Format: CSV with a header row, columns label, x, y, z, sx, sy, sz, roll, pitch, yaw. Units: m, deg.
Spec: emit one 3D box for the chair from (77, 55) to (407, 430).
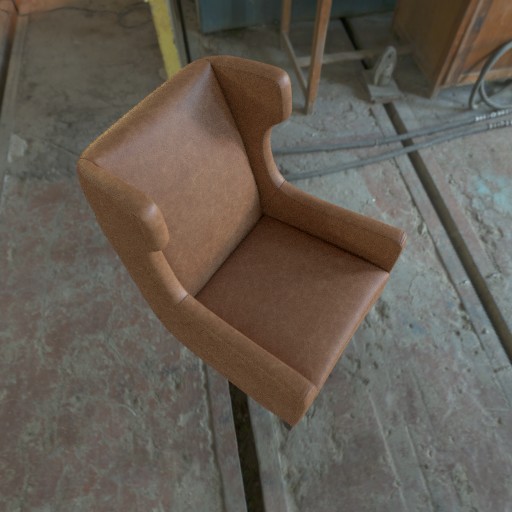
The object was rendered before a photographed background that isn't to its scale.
label,x,y,z,sx,sy,sz,roll,pitch,yaw
chair,0.000,0.000,1.649,0.899,1.079,0.766,30,63,17
